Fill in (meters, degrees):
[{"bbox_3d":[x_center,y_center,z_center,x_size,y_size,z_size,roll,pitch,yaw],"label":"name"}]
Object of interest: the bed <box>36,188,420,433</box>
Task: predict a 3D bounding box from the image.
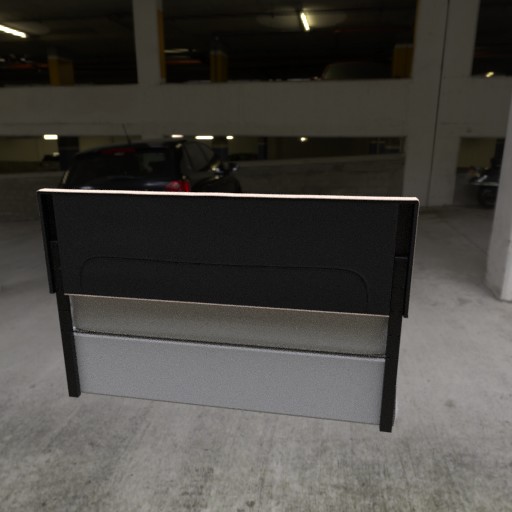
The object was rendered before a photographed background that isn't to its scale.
[{"bbox_3d":[0.000,0.000,2.787,1.616,1.016,1.876,3,16,10],"label":"bed"}]
